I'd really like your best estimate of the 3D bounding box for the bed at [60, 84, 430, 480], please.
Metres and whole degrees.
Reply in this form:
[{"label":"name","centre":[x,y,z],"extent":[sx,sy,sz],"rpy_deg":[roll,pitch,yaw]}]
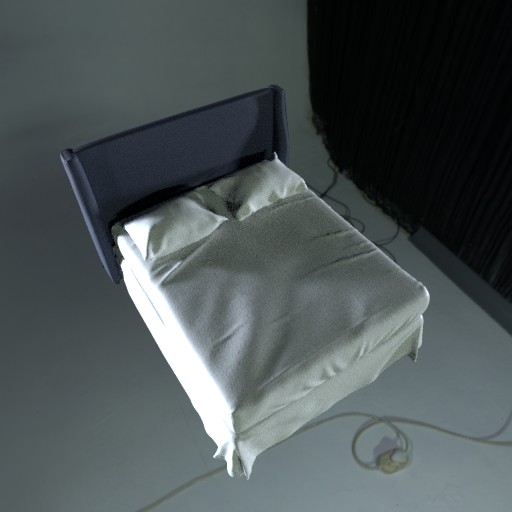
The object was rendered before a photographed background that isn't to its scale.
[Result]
[{"label":"bed","centre":[0.000,0.000,3.363],"extent":[1.925,1.332,2.276],"rpy_deg":[-26,52,-22]}]
